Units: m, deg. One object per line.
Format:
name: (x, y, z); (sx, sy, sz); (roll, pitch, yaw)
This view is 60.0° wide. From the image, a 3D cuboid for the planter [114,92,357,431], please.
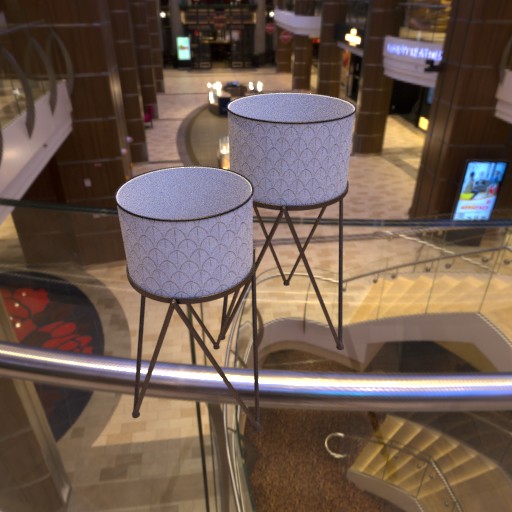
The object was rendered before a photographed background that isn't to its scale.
planter: (0.000, 0.000, 1.188); (0.413, 0.712, 0.769); (21, 37, 31)
